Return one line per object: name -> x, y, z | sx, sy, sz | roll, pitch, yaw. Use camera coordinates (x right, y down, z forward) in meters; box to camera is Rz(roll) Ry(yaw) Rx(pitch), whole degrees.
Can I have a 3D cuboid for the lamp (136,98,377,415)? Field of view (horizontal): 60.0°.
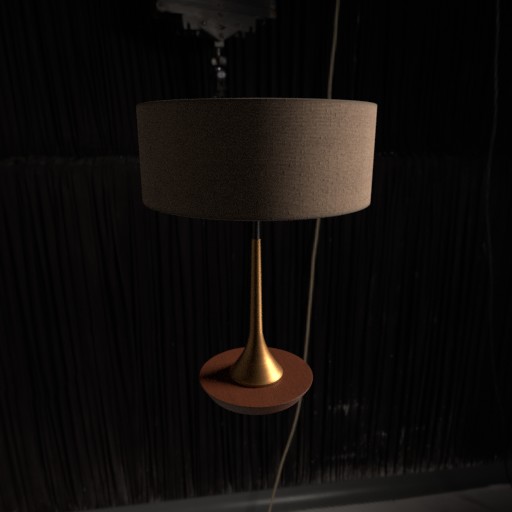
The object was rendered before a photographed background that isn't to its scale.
lamp -> 0.000, 0.000, 0.828 | 0.396, 0.551, 0.417 | -3, 16, -9
